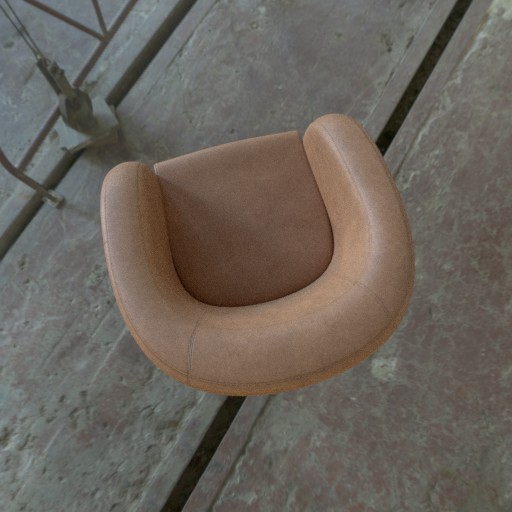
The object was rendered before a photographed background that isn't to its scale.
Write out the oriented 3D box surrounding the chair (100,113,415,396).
[{"bbox_3d":[0.000,0.000,1.429,0.791,0.771,0.815,-14,76,-4],"label":"chair"}]
